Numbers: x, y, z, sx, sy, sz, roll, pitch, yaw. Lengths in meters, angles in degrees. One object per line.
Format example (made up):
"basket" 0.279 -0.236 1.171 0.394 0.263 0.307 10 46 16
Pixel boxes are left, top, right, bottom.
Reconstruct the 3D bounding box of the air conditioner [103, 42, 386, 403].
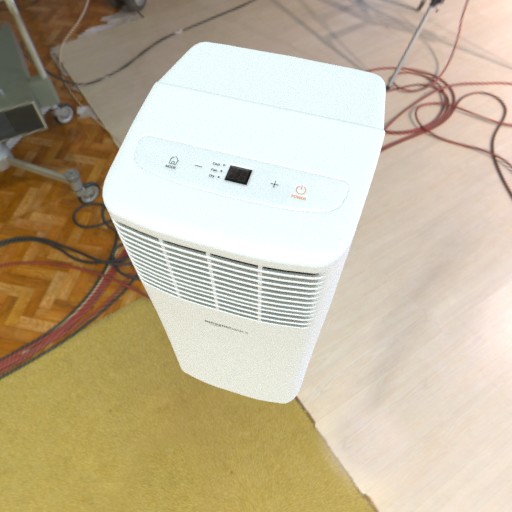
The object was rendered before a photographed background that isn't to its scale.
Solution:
"air conditioner" 0.000 0.000 0.795 0.304 0.606 0.349 15 59 9
